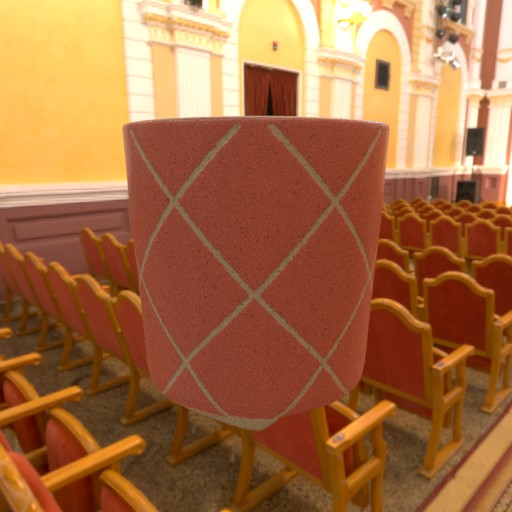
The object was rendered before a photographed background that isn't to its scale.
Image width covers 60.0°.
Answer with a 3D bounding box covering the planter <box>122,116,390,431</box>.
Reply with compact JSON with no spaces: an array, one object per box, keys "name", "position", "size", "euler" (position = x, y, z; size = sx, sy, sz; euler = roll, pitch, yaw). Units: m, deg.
[{"name":"planter","position":[0.000,0.000,0.418],"size":[0.227,0.235,0.227],"euler":[0,13,0]}]
